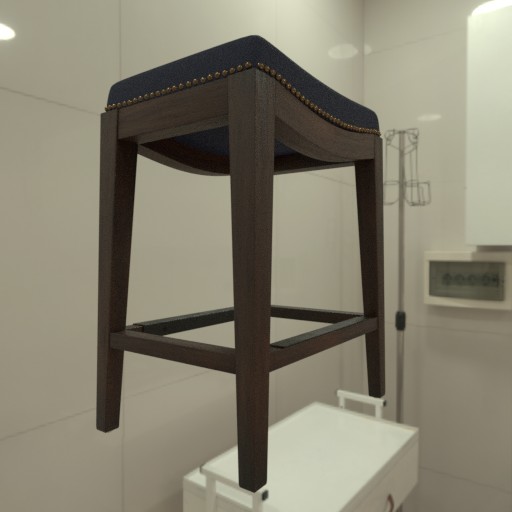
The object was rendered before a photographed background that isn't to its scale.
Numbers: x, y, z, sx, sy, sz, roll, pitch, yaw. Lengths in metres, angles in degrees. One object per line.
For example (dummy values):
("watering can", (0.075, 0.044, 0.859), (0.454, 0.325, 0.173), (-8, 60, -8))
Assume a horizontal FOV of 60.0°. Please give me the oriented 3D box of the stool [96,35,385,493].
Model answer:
("stool", (0.000, 0.000, 0.901), (0.361, 0.642, 0.500), (1, 1, 36))
